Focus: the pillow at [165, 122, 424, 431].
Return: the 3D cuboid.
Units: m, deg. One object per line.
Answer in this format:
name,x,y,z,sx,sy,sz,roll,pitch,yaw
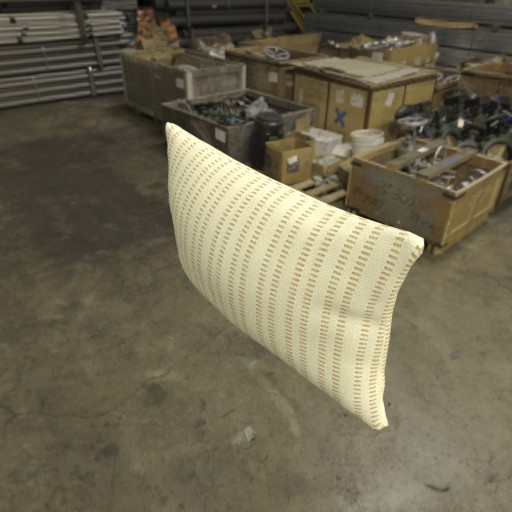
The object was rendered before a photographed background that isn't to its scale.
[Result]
pillow,0.000,0.000,0.819,0.210,0.353,0.640,-22,39,-31
